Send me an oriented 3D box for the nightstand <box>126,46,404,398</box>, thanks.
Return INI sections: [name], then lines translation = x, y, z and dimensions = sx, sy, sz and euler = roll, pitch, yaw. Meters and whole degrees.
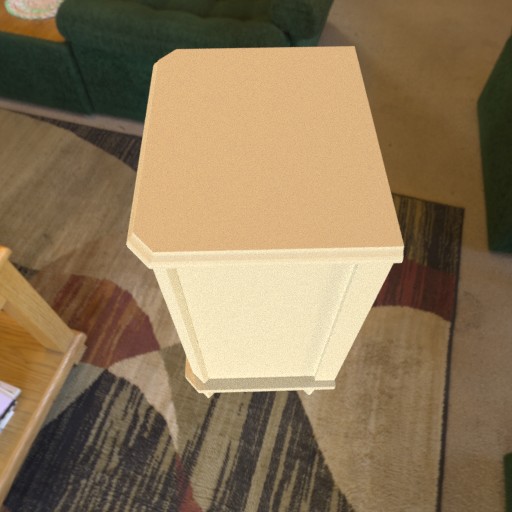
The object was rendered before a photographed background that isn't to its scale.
[nightstand]
translation = 0.000, 0.000, 0.935
dimensions = 0.351, 0.681, 0.435
euler = -1, 58, -1
